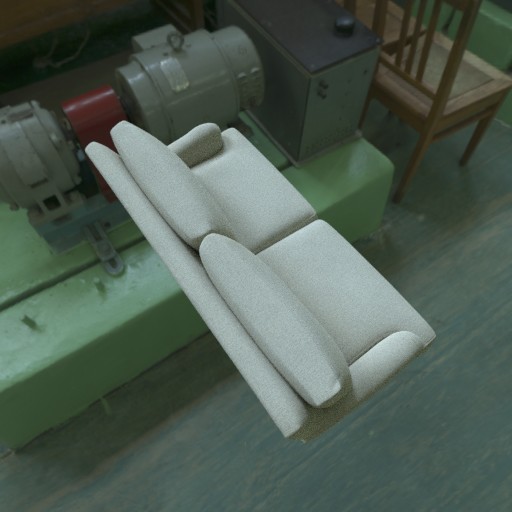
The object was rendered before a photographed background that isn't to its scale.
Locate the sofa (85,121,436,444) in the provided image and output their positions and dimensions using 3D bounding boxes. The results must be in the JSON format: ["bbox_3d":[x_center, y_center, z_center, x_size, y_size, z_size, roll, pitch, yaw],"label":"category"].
[{"bbox_3d":[0.000,0.000,2.712,1.091,0.997,2.070,-31,63,-18],"label":"sofa"}]
